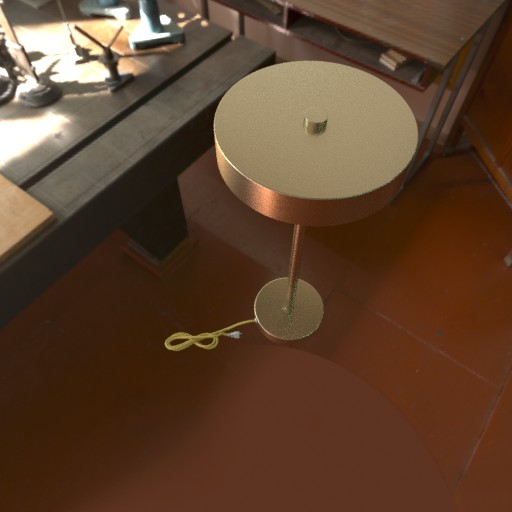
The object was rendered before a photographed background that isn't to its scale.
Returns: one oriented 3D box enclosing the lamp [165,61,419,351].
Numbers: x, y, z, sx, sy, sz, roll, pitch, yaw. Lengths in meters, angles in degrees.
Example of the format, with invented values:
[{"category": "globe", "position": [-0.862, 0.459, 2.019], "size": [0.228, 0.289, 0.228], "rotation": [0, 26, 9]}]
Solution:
[{"category": "lamp", "position": [0.000, 0.000, 0.693], "size": [0.369, 0.508, 0.229], "rotation": [-15, 58, -10]}]
